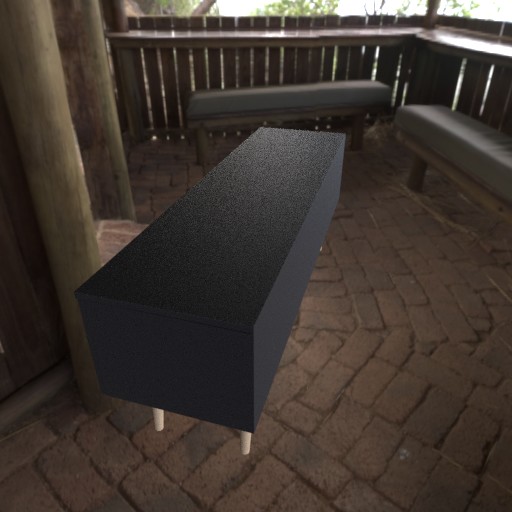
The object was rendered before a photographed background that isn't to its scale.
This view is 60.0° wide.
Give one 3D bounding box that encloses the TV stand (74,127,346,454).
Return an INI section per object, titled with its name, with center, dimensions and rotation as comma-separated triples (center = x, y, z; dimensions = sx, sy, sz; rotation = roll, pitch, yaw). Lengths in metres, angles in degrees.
[TV stand]
center = 0.000, 0.000, 1.507
dimensions = 0.390, 0.518, 1.312
rotation = 9, 32, 15
